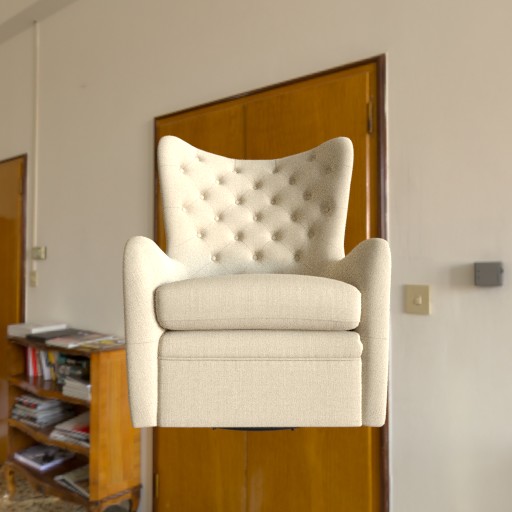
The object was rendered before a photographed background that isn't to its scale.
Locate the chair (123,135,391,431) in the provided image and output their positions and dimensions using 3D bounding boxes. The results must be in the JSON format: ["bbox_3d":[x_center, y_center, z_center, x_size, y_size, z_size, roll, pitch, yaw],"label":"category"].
[{"bbox_3d":[0.000,0.000,1.738,0.831,1.079,0.929,0,-1,-1],"label":"chair"}]
